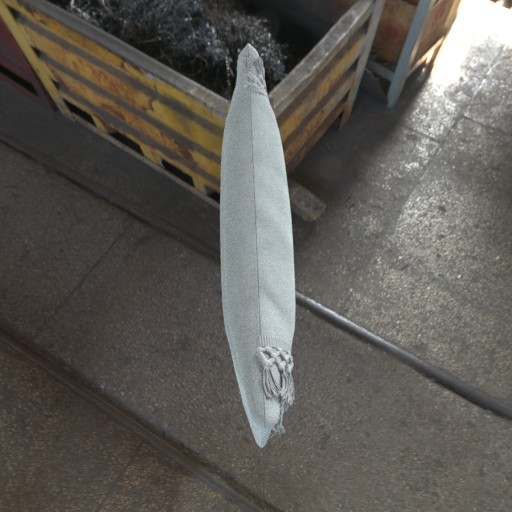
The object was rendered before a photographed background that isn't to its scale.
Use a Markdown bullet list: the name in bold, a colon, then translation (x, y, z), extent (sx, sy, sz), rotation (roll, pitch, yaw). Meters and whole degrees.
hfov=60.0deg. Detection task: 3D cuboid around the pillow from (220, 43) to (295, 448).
- **pillow**: translation (0.000, 0.000, 0.597), extent (0.084, 0.305, 0.466), rotation (-2, 64, -1)
